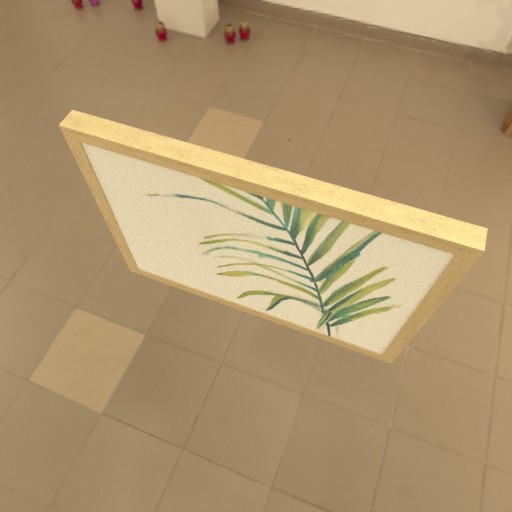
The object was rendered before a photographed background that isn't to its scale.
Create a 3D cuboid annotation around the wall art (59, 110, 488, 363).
[{"bbox_3d":[0.000,0.000,0.690,0.532,0.380,0.032,18,60,11],"label":"wall art"}]
